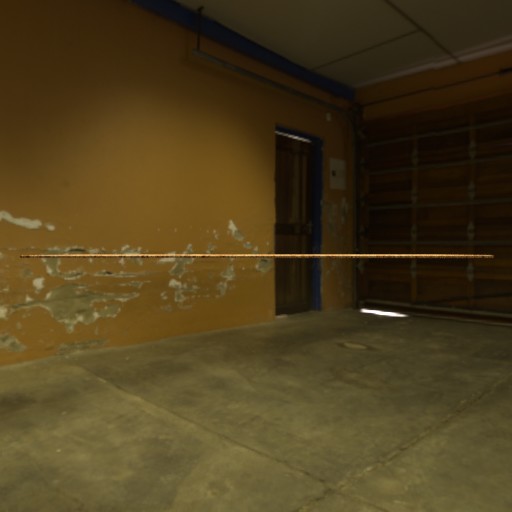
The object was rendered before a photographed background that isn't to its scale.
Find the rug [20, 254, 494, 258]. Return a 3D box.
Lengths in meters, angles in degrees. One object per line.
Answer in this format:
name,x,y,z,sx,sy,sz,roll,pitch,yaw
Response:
rug,0.000,0.000,2.428,2.237,0.014,0.680,0,0,1
